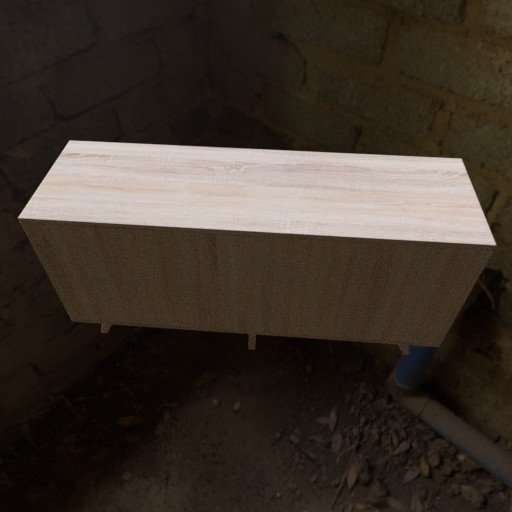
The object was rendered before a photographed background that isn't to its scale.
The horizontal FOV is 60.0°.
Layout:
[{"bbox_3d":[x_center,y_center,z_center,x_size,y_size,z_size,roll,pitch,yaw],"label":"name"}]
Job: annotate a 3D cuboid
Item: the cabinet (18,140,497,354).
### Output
[{"bbox_3d":[0.000,0.000,1.976,1.650,0.780,0.500,3,47,3],"label":"cabinet"}]
